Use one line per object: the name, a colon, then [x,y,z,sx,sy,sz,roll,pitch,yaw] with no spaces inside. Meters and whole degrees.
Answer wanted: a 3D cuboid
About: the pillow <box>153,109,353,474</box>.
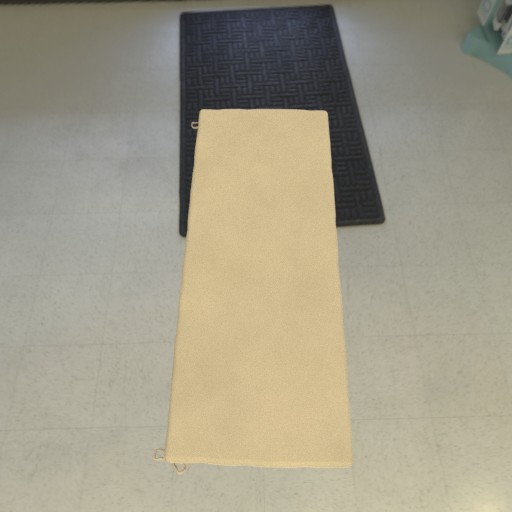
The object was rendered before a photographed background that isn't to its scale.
pillow: [0.000,0.000,1.335,0.492,0.081,1.187,1,63,0]
